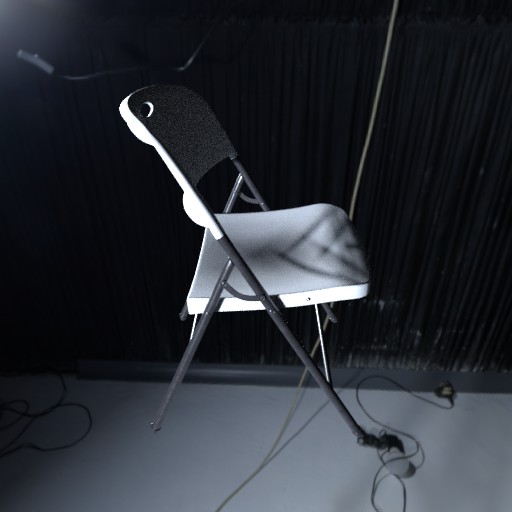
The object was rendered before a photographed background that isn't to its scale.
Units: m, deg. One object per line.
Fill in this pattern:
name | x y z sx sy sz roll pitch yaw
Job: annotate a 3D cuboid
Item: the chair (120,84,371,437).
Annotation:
chair | 0.000 0.000 1.162 0.566 0.810 0.494 1 32 1
